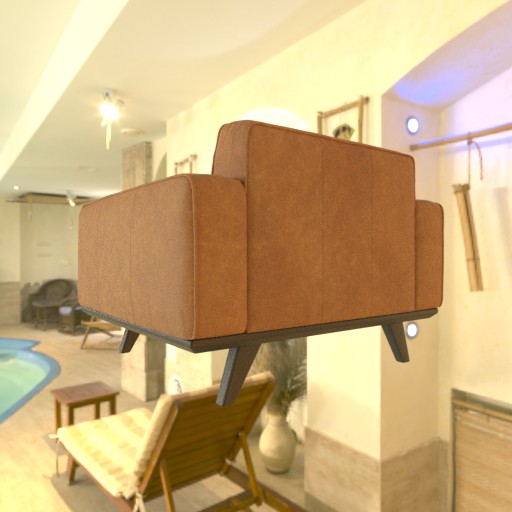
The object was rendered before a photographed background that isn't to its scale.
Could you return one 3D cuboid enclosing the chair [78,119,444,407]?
[{"bbox_3d":[0.000,0.000,1.720,1.118,0.782,0.952,0,1,-36],"label":"chair"}]
